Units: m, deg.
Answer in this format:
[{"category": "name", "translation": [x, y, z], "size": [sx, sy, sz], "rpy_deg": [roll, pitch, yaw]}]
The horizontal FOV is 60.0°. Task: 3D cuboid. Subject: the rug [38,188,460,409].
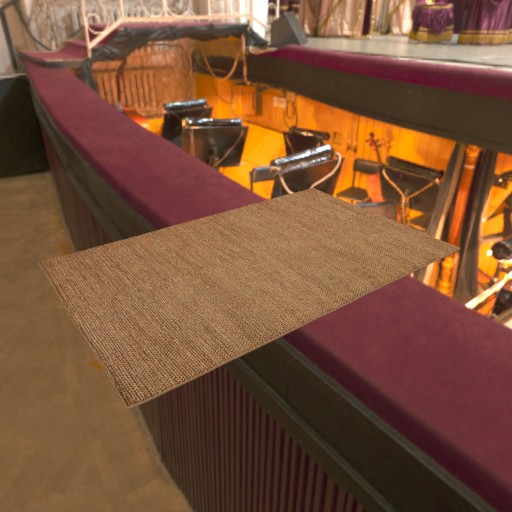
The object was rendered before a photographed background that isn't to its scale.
[{"category": "rug", "translation": [0.000, 0.000, 3.003], "size": [2.438, 0.034, 1.521], "rpy_deg": [-19, 34, -31]}]
